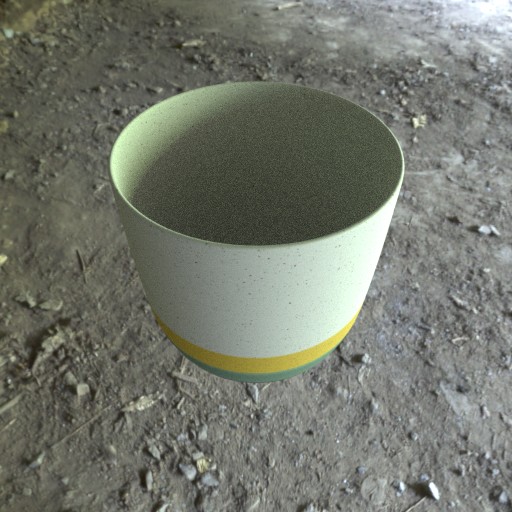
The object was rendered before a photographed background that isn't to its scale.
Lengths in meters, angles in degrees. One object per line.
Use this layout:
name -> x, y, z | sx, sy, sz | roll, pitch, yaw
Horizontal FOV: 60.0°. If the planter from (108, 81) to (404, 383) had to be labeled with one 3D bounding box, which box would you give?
planter -> 0.000, 0.000, 0.374 | 0.195, 0.214, 0.195 | 0, 46, 0
